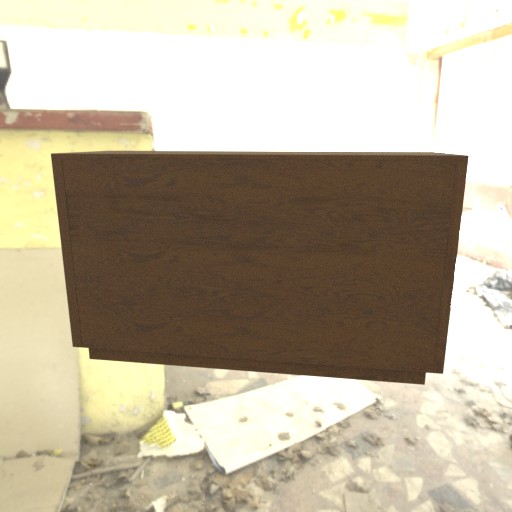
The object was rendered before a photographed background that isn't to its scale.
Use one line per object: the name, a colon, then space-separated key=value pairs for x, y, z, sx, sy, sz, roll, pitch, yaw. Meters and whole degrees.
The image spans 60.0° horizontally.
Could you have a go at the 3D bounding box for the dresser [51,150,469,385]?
dresser: x=0.000 y=0.000 z=1.953 sx=1.523 sy=0.889 sz=0.512 roll=2 pitch=15 yaw=8
